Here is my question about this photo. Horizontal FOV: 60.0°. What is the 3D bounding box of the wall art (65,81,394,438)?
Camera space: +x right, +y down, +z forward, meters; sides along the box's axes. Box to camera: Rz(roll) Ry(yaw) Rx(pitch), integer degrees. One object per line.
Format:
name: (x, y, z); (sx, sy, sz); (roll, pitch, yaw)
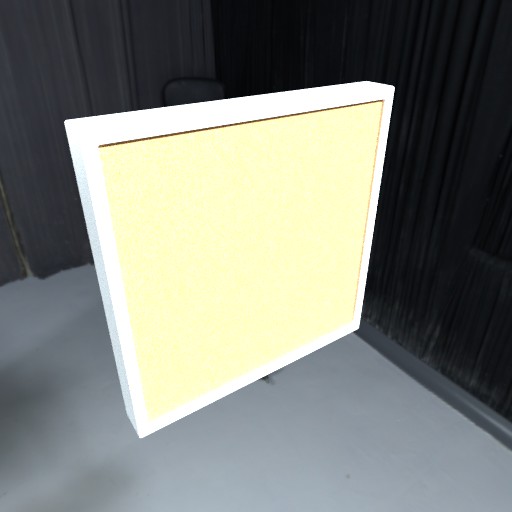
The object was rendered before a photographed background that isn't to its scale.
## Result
wall art: (0.000, 0.000, 0.452); (0.305, 0.305, 0.038); (-19, 35, -29)
